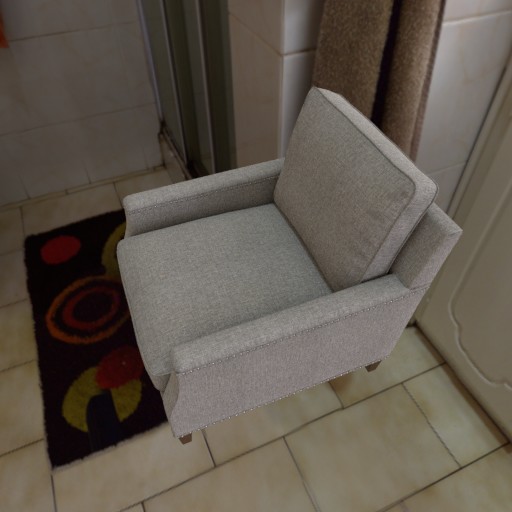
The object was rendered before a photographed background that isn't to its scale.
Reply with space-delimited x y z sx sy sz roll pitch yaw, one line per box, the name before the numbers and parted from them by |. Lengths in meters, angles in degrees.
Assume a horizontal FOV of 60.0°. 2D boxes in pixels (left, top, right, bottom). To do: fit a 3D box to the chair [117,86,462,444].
chair | 0.000 0.000 1.704 1.014 0.943 0.853 -16 49 -15
